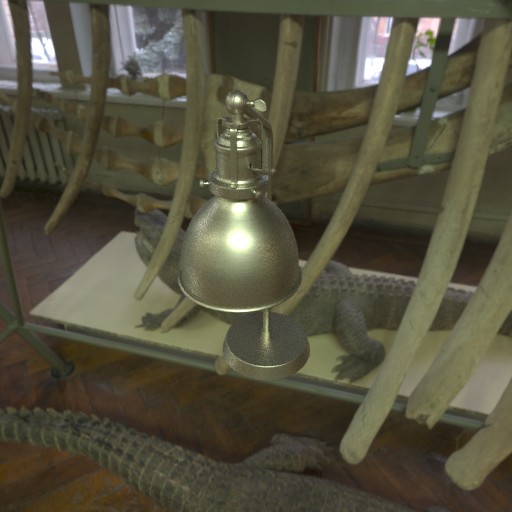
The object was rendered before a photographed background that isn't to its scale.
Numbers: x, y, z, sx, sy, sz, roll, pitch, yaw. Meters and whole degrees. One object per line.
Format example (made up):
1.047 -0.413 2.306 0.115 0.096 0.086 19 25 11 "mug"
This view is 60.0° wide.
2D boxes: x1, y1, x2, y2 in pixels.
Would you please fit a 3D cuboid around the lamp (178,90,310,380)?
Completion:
0.000 0.000 0.601 0.153 0.456 0.286 8 33 13 "lamp"
